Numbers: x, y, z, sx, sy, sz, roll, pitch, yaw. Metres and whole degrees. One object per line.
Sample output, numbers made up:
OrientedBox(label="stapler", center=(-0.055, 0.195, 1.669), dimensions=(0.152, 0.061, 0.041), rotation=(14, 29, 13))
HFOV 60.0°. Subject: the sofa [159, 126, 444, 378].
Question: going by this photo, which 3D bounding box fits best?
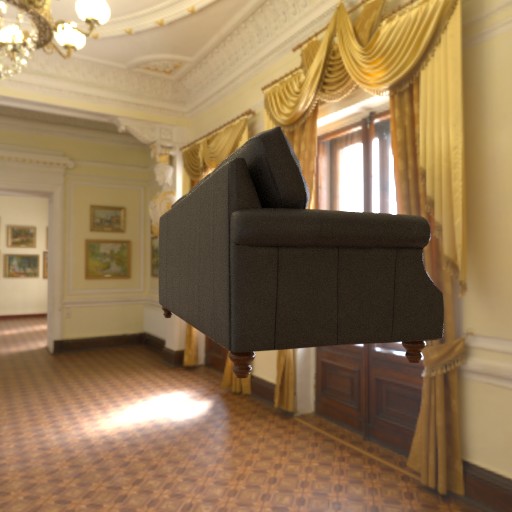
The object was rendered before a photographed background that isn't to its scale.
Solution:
OrientedBox(label="sofa", center=(0.000, 0.000, 2.802), dimensions=(0.974, 0.977, 2.387), rotation=(0, -1, -19))
